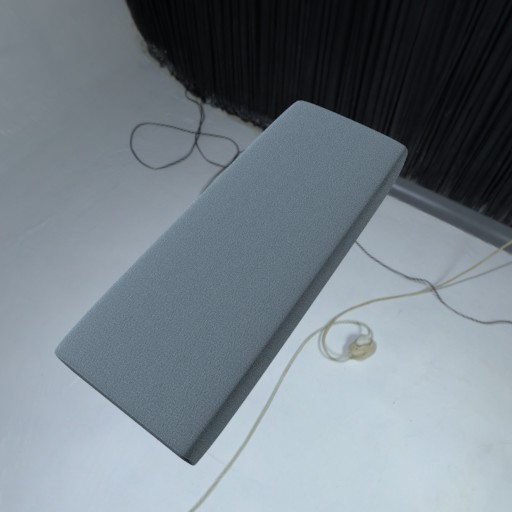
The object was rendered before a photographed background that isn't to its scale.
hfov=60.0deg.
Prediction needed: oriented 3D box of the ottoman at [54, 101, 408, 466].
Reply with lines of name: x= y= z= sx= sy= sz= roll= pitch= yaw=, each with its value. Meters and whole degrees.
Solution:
ottoman: x=0.000 y=0.000 z=1.913 sx=0.646 sy=0.393 sz=1.609 roll=30 pitch=63 yaw=18
